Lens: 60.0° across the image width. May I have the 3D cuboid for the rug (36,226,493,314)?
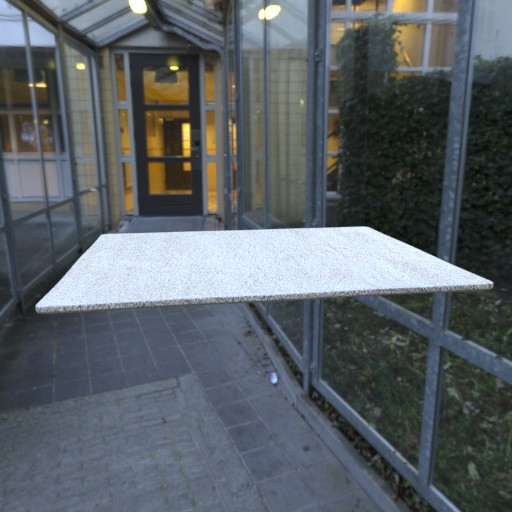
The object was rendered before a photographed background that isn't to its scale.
[{"bbox_3d":[0.000,0.000,2.086,1.600,0.027,1.200,-2,14,-9],"label":"rug"}]
